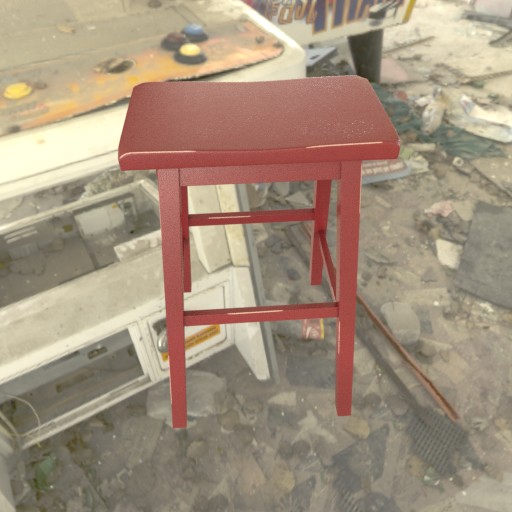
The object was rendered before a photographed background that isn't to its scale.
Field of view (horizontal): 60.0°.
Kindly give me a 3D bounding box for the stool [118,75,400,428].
[{"bbox_3d":[0.000,0.000,1.034,0.457,0.737,0.476,-3,46,-3],"label":"stool"}]
